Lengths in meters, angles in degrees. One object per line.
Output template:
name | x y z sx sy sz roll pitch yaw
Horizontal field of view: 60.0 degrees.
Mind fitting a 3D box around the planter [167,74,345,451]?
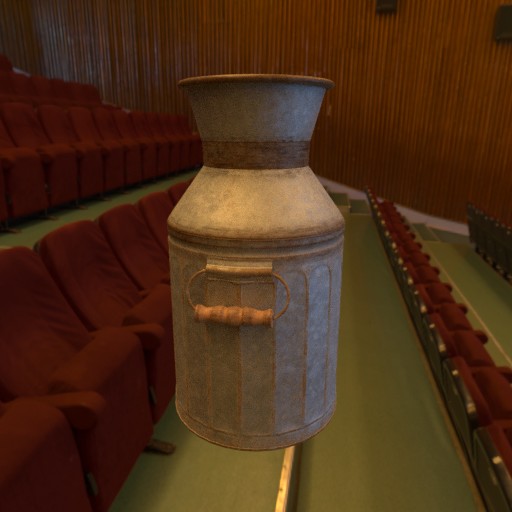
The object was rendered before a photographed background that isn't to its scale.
planter | 0.000 0.000 0.542 0.214 0.396 0.245 3 17 9
